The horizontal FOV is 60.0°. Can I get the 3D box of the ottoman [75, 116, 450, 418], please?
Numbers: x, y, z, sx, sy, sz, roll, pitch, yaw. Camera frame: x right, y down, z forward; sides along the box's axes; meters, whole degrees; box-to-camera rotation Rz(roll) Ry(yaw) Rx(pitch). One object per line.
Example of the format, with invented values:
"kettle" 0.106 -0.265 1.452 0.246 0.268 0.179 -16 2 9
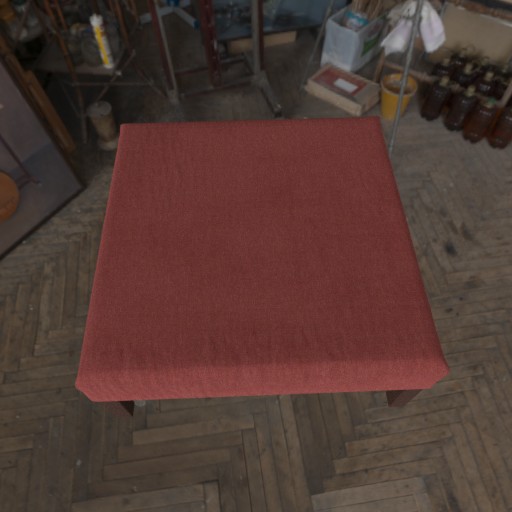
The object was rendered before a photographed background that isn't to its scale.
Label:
"ottoman" 0.000 0.000 1.407 0.889 0.411 0.890 -2 58 -1
